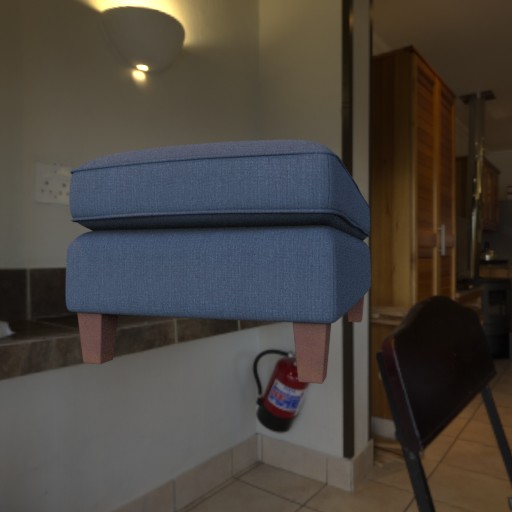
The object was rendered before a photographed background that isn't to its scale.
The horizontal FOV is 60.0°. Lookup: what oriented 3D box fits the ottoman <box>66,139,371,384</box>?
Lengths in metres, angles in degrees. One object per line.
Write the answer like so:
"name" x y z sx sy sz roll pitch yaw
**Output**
"ottoman" 0.000 0.000 1.207 0.570 0.438 0.885 0 0 18
